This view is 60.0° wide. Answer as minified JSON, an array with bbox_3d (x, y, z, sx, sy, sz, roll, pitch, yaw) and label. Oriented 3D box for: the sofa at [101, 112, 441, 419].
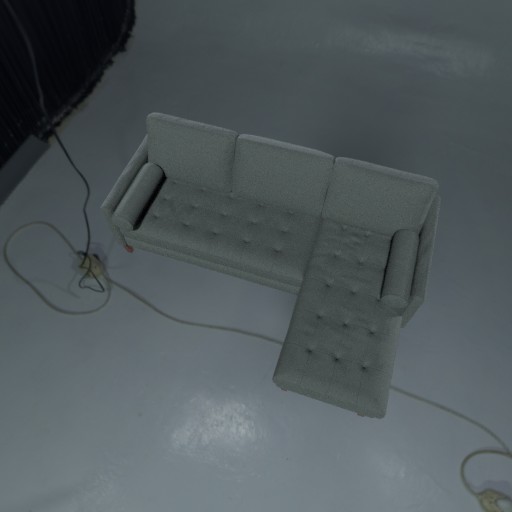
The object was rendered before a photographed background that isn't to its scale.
[{"bbox_3d":[0.000,0.000,2.975,2.178,0.876,1.506,16,61,9],"label":"sofa"}]
